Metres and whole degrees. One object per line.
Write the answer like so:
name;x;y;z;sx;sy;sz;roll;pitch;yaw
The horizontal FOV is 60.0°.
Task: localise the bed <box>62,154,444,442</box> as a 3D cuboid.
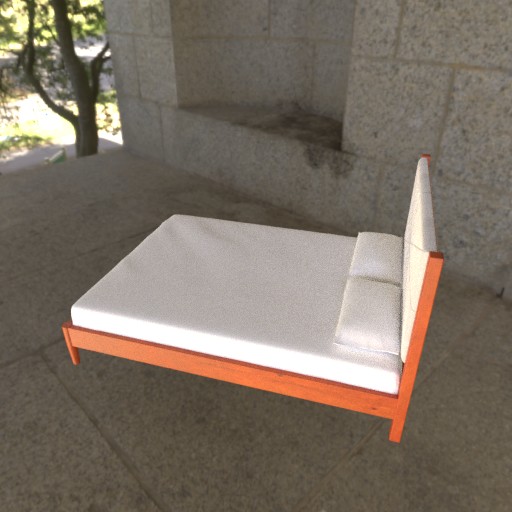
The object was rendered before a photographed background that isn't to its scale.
bed;0.000;0.000;3.053;2.117;1.165;1.566;9;31;15
